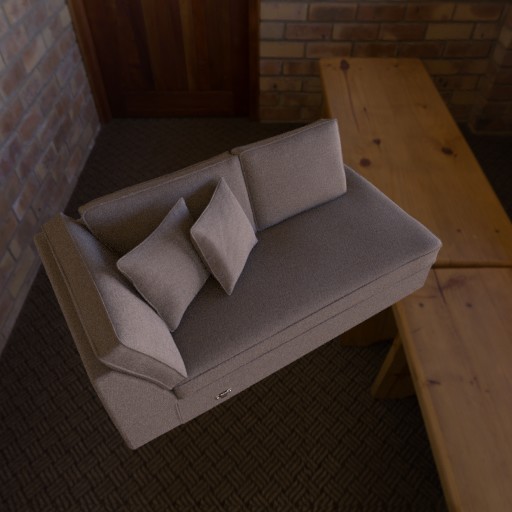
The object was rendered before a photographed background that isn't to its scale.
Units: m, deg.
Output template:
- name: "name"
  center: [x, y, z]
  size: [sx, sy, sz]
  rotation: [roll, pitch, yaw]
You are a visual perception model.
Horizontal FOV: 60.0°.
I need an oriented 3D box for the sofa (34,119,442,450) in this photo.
- name: "sofa"
  center: [0.000, 0.000, 2.750]
  size: [2.237, 1.033, 1.110]
  rotation: [-24, 51, -21]
